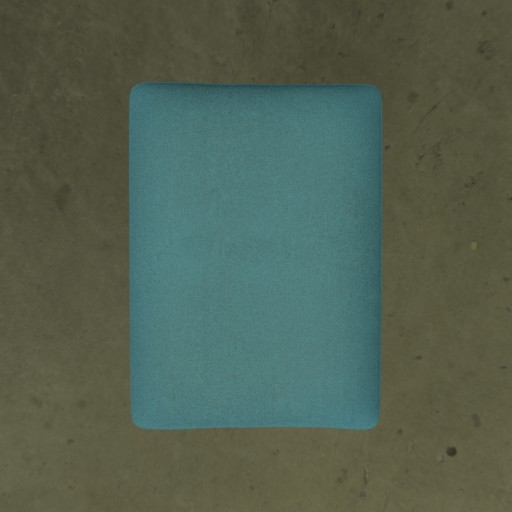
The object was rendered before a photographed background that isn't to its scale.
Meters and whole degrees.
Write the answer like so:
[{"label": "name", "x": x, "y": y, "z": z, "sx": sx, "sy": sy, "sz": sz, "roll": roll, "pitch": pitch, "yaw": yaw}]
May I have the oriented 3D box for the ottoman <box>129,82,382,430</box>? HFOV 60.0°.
[{"label": "ottoman", "x": 0.000, "y": 0.000, "z": 1.090, "sx": 0.549, "sy": 0.428, "sz": 0.749, "roll": 0, "pitch": 91, "yaw": 0}]
